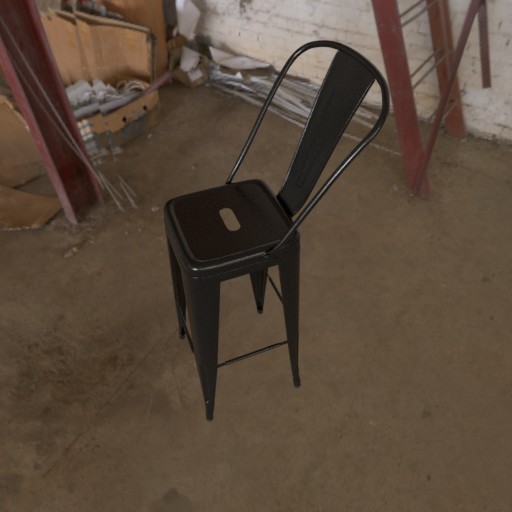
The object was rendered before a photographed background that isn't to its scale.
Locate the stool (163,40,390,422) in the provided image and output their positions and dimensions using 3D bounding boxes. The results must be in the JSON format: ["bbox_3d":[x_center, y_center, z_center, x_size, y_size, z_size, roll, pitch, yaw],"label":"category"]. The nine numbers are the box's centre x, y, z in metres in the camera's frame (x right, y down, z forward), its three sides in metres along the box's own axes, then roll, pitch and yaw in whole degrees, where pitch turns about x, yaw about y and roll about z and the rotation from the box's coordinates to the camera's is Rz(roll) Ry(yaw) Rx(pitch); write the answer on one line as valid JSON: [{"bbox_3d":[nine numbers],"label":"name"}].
[{"bbox_3d":[0.000,0.000,1.311,0.513,1.096,0.399,-16,49,-15],"label":"stool"}]
